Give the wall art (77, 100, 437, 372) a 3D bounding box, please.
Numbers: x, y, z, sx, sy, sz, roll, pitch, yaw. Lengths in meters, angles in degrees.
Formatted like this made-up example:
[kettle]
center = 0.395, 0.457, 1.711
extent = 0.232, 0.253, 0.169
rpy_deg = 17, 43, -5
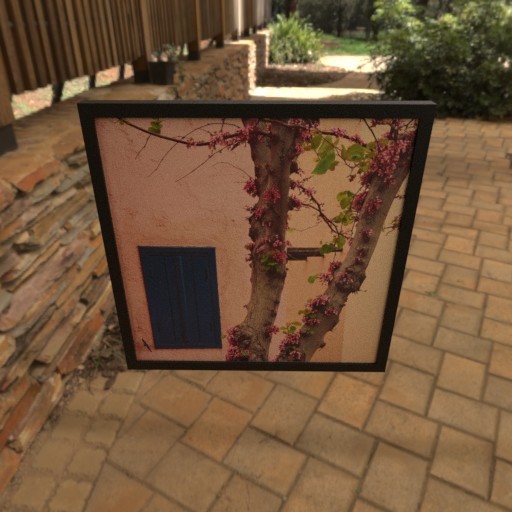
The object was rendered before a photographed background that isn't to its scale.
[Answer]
[wall art]
center = 0.000, 0.000, 1.141
extent = 0.762, 0.762, 0.038
rpy_deg = 0, 30, 1
